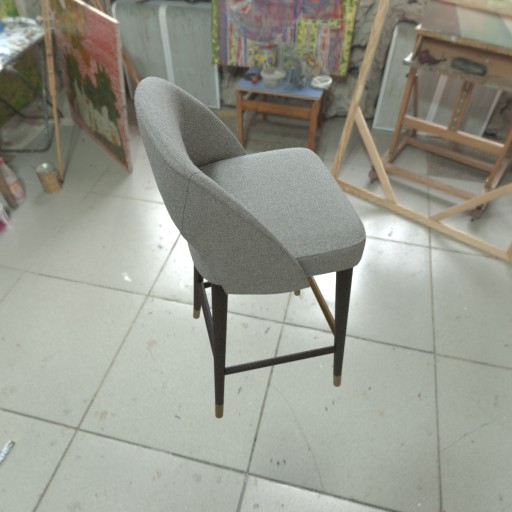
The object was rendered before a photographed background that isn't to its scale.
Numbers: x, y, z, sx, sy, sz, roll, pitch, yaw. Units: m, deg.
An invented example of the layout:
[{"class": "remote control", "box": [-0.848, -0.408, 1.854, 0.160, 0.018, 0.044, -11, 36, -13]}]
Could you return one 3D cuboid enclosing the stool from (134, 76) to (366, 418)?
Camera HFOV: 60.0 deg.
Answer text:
[{"class": "stool", "box": [0.000, 0.000, 1.310, 0.509, 1.037, 0.494, -12, 48, -11]}]
